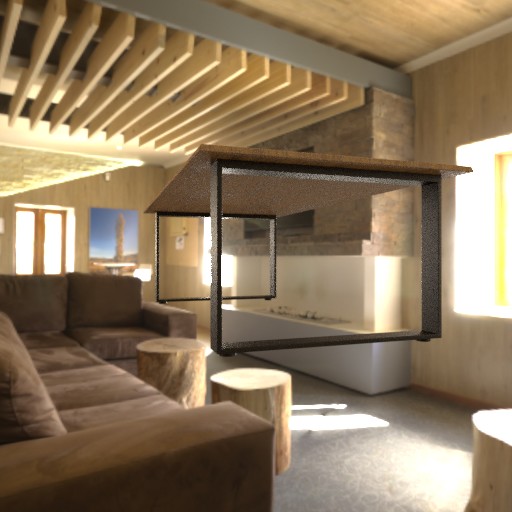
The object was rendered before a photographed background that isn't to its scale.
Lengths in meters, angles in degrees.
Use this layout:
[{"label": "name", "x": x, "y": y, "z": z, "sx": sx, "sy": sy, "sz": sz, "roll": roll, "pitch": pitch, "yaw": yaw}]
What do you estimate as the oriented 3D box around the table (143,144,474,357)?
[{"label": "table", "x": 0.000, "y": 0.000, "z": 1.621, "sx": 0.693, "sy": 0.445, "sz": 1.331, "roll": 0, "pitch": 0, "yaw": -19}]
